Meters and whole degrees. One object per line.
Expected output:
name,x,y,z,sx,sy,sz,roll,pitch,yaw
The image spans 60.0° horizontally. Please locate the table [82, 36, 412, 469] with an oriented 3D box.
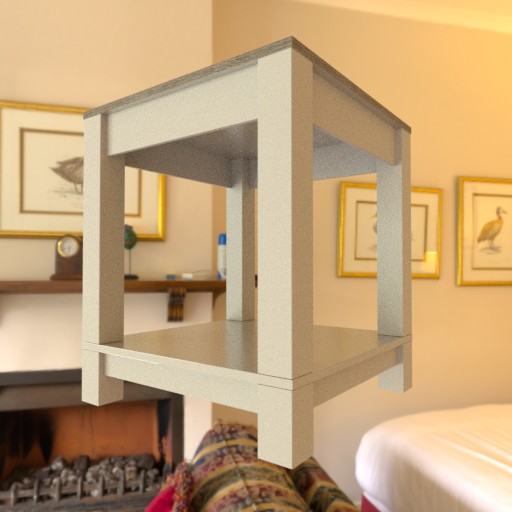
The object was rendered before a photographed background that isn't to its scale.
table,0.000,0.000,0.952,0.504,0.587,0.506,-1,-1,37
